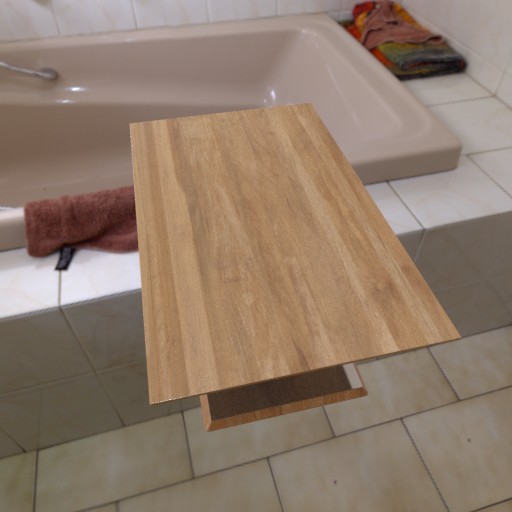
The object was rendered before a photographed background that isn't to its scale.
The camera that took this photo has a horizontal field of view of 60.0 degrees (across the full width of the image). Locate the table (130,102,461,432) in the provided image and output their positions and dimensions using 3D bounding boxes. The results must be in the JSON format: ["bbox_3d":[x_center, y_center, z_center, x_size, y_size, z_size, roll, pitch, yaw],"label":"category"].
[{"bbox_3d":[0.000,0.000,1.467,0.692,0.441,1.100,-10,48,-9],"label":"table"}]
